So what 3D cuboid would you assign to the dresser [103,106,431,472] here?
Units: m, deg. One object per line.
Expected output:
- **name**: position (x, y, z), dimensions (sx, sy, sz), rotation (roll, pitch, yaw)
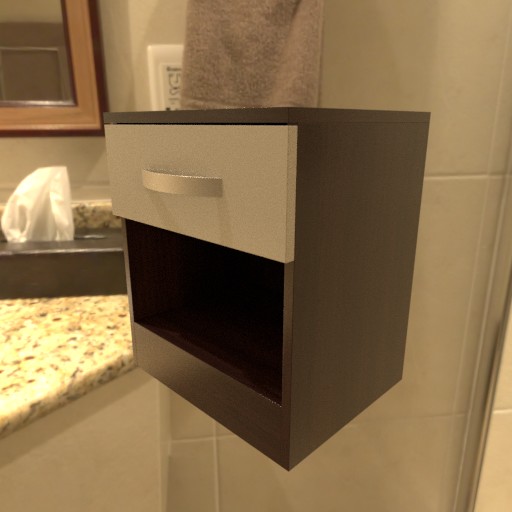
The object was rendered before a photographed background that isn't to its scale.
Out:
- **dresser**: position (0.000, 0.000, 0.761), dimensions (0.400, 0.470, 0.360), rotation (16, 23, 42)
